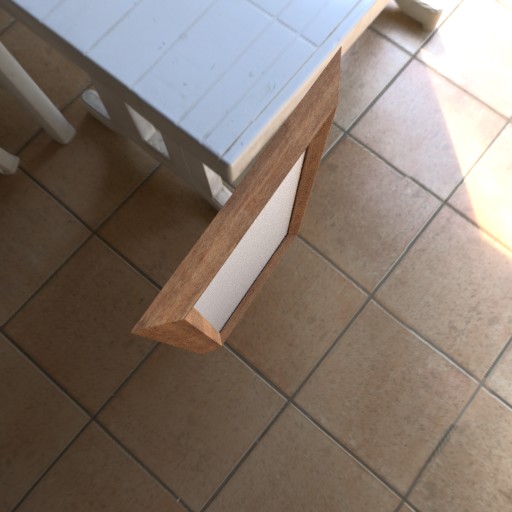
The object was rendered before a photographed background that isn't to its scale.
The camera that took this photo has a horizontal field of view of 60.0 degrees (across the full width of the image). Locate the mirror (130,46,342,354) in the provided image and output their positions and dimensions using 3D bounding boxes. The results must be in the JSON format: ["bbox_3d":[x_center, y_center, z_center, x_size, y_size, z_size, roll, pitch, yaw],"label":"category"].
[{"bbox_3d":[0.000,0.000,1.260,0.047,1.010,0.651,33,78,8],"label":"mirror"}]
